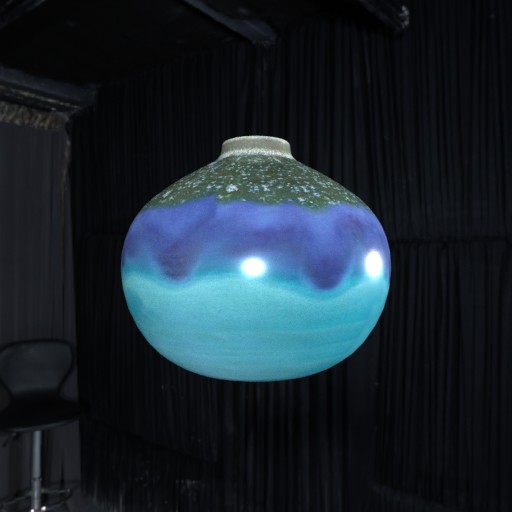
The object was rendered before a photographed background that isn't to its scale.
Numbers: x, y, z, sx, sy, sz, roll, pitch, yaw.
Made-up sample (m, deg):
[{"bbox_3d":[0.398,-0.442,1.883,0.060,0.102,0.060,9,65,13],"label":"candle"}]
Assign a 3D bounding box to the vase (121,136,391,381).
[{"bbox_3d":[0.000,0.000,0.264,0.154,0.133,0.154,0,0,0],"label":"vase"}]
